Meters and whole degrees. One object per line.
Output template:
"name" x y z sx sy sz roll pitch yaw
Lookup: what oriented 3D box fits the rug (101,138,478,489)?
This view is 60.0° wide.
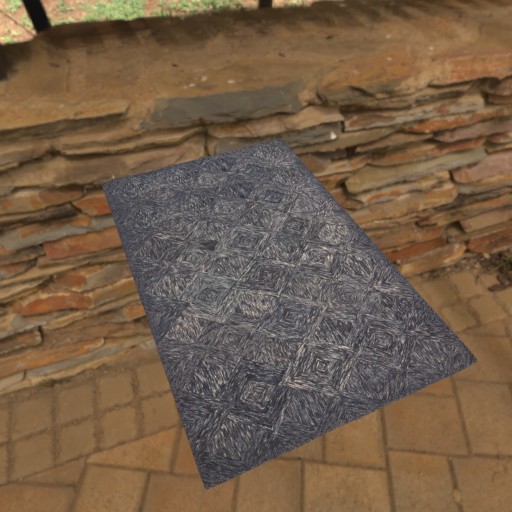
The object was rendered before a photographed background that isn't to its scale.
"rug" 0.000 0.000 2.124 1.139 0.010 1.754 -18 49 -16
